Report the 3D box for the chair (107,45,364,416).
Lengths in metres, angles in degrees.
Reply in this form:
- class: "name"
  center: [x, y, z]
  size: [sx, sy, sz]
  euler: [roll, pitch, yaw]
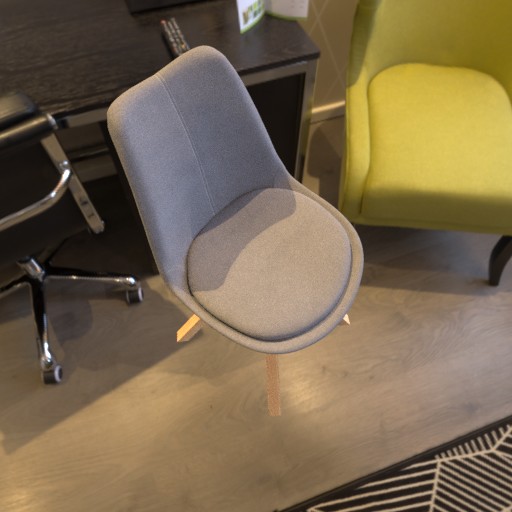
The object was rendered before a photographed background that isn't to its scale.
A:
- class: "chair"
  center: [0.000, 0.000, 1.169]
  size: [0.549, 0.863, 0.474]
  euler: [35, 64, 20]
